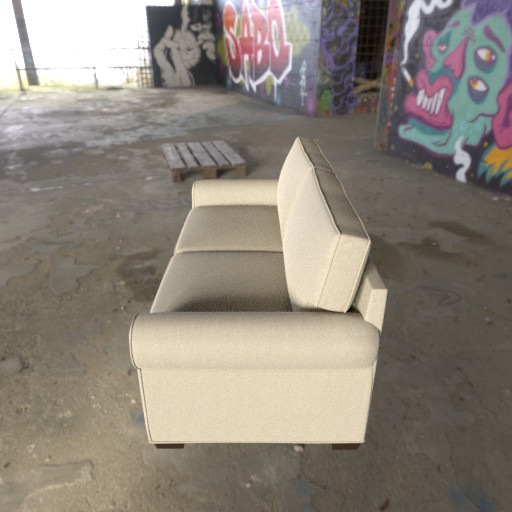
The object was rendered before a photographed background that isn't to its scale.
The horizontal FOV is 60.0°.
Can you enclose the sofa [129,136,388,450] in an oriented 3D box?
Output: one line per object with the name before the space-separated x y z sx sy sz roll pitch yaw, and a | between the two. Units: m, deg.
sofa | 0.000 0.000 2.269 0.861 0.933 1.774 0 26 0
